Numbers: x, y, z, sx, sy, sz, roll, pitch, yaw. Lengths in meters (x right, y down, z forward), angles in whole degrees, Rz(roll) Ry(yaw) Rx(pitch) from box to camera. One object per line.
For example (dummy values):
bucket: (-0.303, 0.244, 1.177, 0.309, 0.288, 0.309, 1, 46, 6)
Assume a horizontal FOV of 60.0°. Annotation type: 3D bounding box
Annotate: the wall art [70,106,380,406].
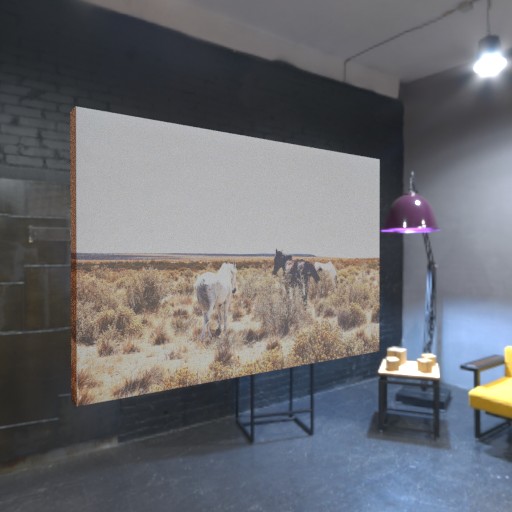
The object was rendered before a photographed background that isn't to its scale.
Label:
wall art: (0.000, 0.000, 1.174, 0.914, 0.610, 0.050, 0, 0, -34)
